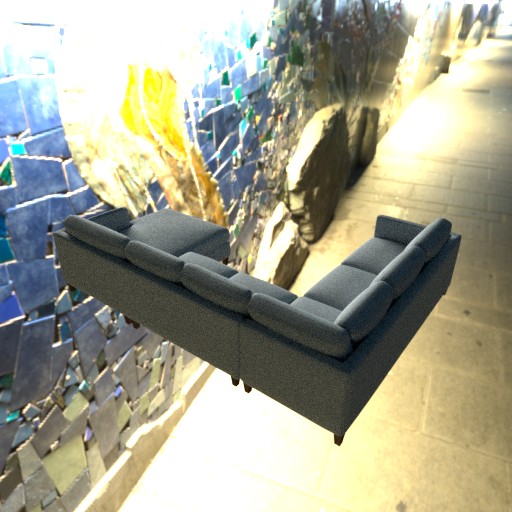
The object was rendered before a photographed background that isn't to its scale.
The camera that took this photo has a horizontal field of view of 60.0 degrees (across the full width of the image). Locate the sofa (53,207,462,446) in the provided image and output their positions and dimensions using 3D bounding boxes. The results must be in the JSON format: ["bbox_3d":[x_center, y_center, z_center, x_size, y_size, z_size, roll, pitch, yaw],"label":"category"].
[{"bbox_3d":[0.000,0.000,4.638,3.403,0.889,2.551,20,35,32],"label":"sofa"}]
